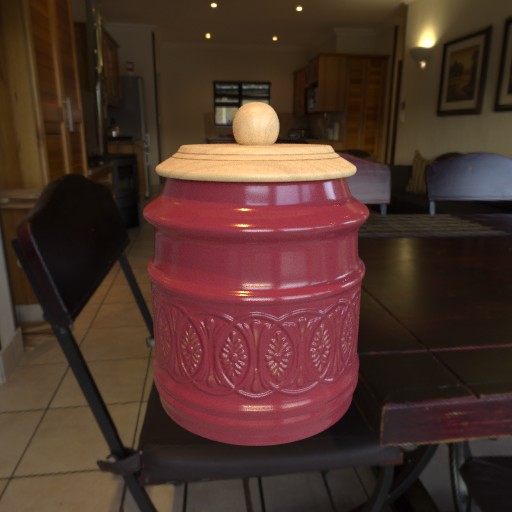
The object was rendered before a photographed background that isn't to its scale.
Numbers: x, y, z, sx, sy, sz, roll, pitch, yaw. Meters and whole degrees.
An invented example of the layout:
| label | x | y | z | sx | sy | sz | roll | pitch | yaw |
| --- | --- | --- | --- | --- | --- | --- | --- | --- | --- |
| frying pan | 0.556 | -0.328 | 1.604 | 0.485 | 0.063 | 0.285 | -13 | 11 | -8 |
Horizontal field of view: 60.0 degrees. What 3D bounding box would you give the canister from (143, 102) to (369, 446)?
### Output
| label | x | y | z | sx | sy | sz | roll | pitch | yaw |
| --- | --- | --- | --- | --- | --- | --- | --- | --- | --- |
| canister | 0.000 | 0.000 | 0.269 | 0.130 | 0.176 | 0.130 | 0 | 15 | 0 |
